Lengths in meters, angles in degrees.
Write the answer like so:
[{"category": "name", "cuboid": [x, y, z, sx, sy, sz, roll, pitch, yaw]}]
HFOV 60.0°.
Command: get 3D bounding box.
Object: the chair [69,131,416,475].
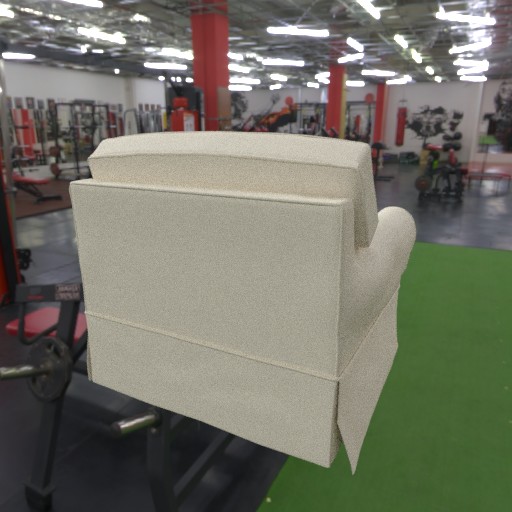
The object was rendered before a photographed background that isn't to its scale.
[{"category": "chair", "cuboid": [0.000, 0.000, 1.757, 1.099, 0.958, 0.904, 9, 18, 27]}]
